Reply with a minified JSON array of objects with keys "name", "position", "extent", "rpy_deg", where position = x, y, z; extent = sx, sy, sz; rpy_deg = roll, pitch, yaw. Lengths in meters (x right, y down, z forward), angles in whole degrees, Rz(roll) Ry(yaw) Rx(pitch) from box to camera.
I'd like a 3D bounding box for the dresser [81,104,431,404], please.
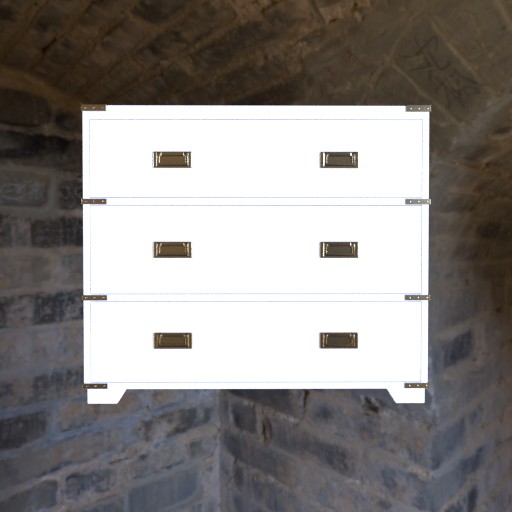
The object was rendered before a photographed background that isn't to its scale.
[{"name":"dresser","position":[0.000,0.000,1.530],"extent":[1.022,0.891,0.460],"rpy_deg":[0,1,0]}]
